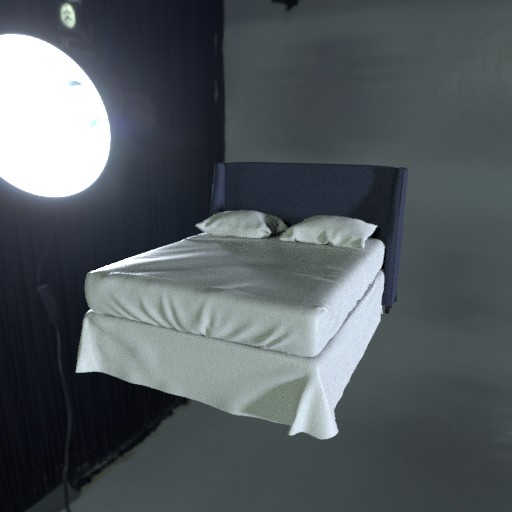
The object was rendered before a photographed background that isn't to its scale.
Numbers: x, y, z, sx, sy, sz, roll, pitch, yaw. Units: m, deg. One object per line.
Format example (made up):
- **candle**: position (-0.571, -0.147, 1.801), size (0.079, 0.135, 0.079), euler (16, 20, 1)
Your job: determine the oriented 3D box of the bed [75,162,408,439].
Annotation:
- **bed**: position (0.000, 0.000, 3.491), size (1.925, 1.332, 2.276), euler (7, 16, 25)
